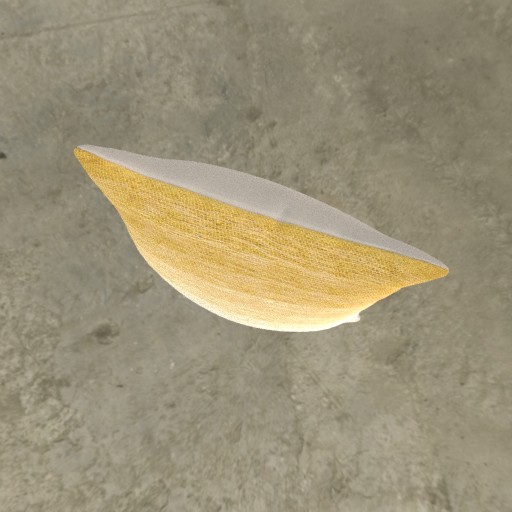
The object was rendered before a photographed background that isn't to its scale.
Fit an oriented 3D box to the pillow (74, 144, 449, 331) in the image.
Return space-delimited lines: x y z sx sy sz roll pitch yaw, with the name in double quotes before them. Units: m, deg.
"pillow" 0.000 0.000 0.713 0.450 0.450 0.211 19 76 5
